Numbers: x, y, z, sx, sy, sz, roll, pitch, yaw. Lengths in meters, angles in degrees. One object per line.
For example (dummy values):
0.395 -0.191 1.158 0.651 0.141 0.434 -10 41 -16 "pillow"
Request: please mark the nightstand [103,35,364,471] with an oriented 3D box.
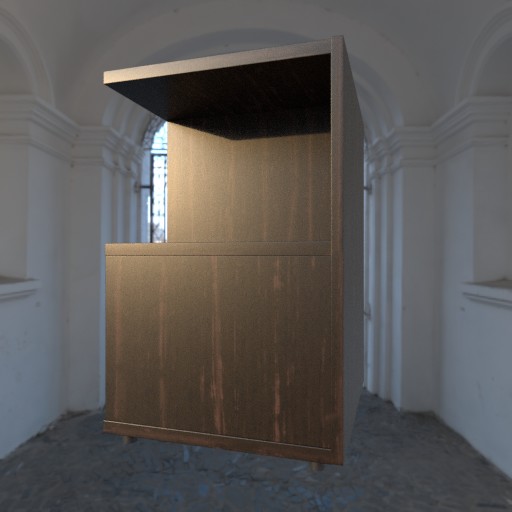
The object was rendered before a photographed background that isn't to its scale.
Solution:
0.000 0.000 0.803 0.356 0.559 0.400 0 0 17 "nightstand"
